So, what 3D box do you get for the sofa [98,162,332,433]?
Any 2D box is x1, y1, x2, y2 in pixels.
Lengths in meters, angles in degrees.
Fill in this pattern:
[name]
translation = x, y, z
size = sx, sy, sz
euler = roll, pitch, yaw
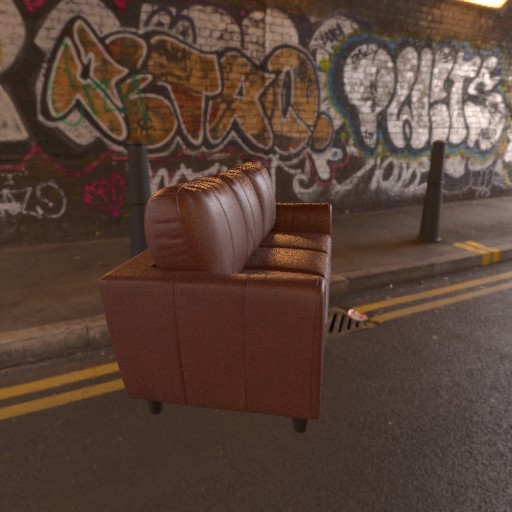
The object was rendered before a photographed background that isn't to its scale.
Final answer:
[sofa]
translation = 0.000, 0.000, 2.385
size = 0.802, 0.915, 1.862
euler = 3, 15, 10
